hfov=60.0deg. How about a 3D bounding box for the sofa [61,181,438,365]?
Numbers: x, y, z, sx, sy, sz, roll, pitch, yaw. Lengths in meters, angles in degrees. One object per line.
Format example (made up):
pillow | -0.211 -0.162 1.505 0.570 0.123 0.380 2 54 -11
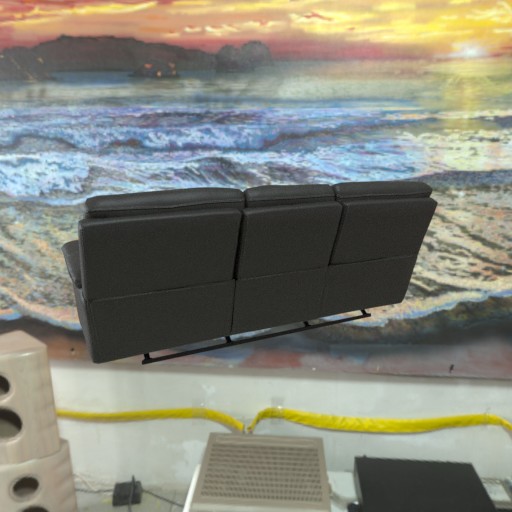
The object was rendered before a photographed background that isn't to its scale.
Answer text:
sofa | 0.000 0.000 3.328 2.627 1.134 1.104 -7 16 -25
